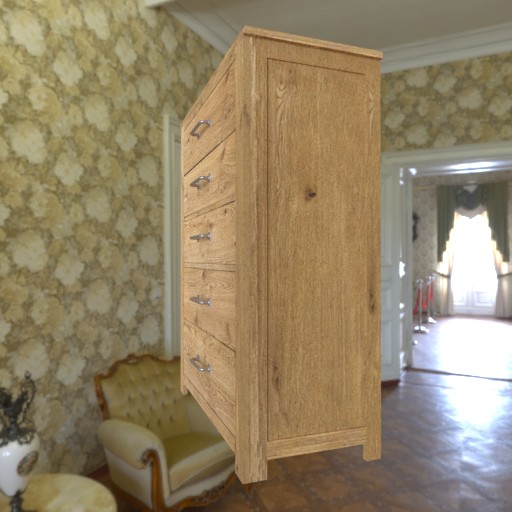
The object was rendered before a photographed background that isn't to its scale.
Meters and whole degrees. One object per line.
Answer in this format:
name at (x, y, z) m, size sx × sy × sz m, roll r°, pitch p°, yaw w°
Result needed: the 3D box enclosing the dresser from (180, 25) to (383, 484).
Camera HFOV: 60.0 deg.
dresser at (0.000, 0.000, 1.961) m, size 0.558 × 1.431 × 1.081 m, roll 0°, pitch 0°, yaw -20°
